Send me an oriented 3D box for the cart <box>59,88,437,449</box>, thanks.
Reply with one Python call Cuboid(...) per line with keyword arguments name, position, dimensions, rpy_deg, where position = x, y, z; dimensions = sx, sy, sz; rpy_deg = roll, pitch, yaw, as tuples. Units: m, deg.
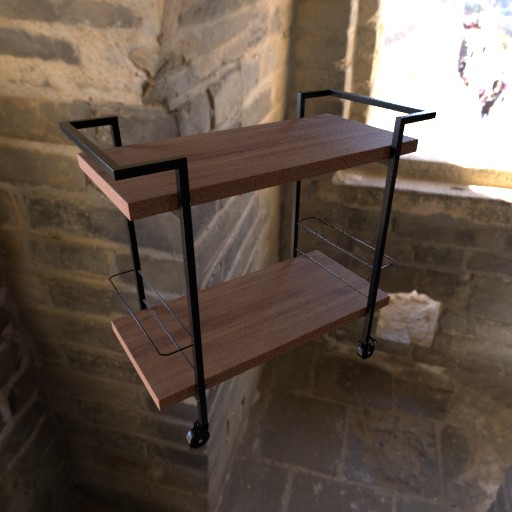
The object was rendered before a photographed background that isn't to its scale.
Cuboid(name="cart", position=(0.000, 0.000, 1.237), dimensions=(0.806, 0.762, 0.406), rpy_deg=(-18, 35, -28))
